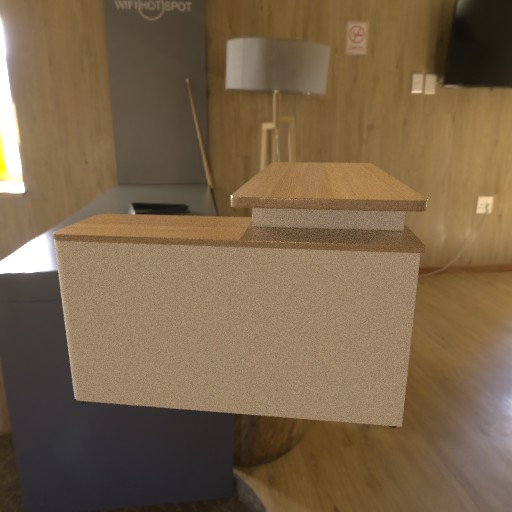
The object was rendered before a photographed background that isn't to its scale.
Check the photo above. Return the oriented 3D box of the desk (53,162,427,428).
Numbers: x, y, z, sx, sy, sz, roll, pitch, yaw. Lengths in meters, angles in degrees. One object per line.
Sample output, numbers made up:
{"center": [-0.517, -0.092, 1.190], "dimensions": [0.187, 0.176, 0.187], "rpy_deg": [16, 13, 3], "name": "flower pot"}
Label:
{"center": [0.000, 0.000, 2.096], "dimensions": [1.175, 0.770, 1.400], "rpy_deg": [2, 16, 7], "name": "desk"}
